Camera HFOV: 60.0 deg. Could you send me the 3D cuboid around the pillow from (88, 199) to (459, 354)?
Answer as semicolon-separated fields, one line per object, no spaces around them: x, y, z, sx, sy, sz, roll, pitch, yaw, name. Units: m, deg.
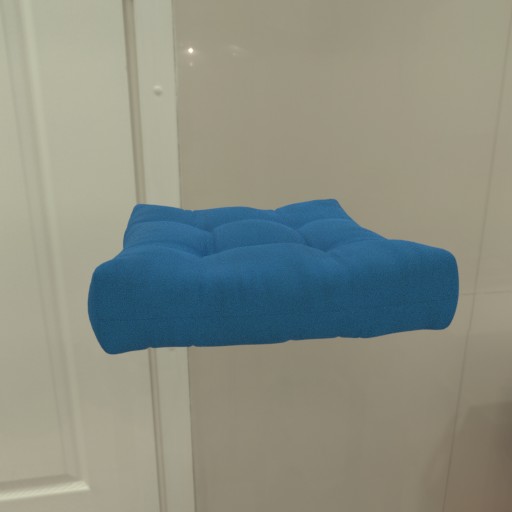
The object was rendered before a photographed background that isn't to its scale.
0.000;0.000;0.752;0.468;0.128;0.490;-3;16;-9;pillow
